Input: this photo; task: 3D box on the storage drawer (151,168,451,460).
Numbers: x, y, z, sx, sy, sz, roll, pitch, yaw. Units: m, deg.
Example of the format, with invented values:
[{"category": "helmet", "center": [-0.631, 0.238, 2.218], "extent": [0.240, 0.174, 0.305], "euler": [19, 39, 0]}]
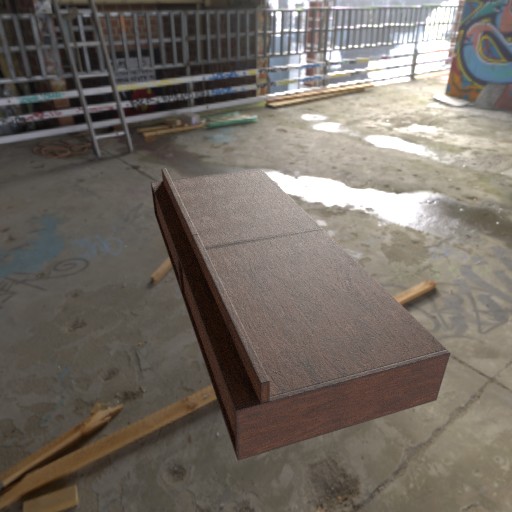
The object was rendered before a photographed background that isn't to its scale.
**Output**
[{"category": "storage drawer", "center": [0.000, 0.000, 2.212], "extent": [0.774, 0.339, 1.914], "euler": [-10, 32, -16]}]
